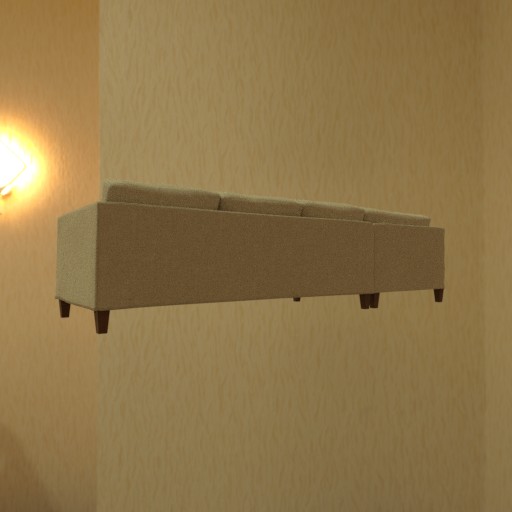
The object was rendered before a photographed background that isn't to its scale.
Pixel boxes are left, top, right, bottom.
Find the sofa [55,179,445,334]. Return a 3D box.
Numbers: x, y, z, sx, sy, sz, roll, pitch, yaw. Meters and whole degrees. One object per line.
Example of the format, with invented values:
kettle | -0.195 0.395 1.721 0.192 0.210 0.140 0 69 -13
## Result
sofa | 0.000 0.000 3.828 3.186 0.846 1.625 1 -1 -36
